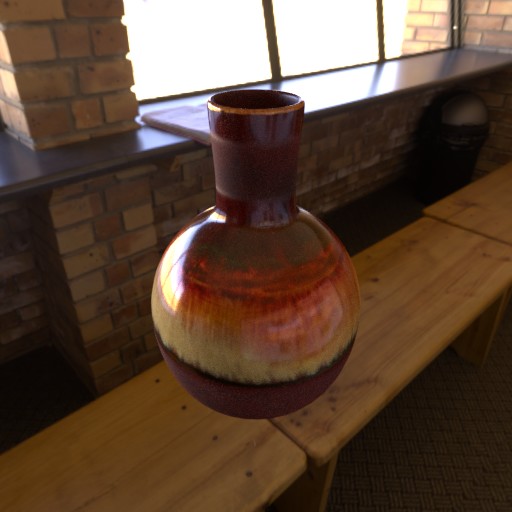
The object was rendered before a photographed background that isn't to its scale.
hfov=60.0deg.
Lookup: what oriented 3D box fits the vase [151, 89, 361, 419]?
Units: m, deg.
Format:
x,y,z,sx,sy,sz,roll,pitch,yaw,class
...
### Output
x,y,z,sx,sy,sz,roll,pitch,yaw,class
0.000,0.000,0.226,0.111,0.154,0.111,0,31,0,vase
